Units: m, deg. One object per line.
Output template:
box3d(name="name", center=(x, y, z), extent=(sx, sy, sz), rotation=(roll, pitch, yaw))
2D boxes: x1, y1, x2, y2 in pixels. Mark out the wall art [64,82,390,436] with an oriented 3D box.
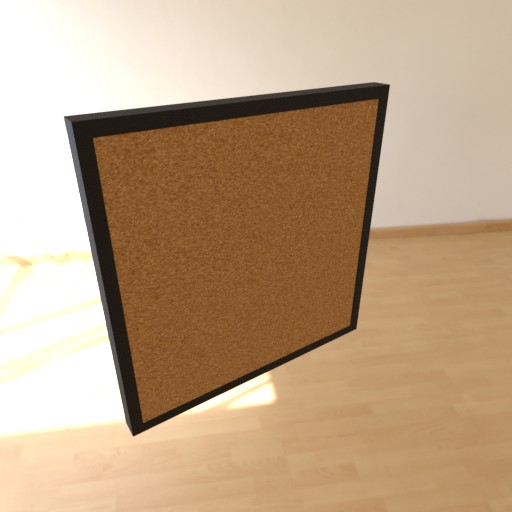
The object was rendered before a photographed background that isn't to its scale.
box3d(name="wall art", center=(0.000, 0.000, 0.738), extent=(0.506, 0.503, 0.036), rotation=(-18, 34, -29))
